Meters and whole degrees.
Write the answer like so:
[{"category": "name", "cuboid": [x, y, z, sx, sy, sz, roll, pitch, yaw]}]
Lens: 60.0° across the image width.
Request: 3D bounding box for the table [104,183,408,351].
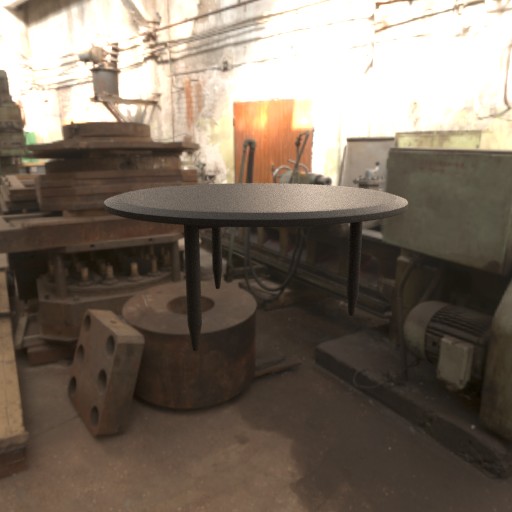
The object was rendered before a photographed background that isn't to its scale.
[{"category": "table", "cuboid": [0.000, 0.000, 1.427, 0.900, 0.400, 0.900, 0, 14, 0]}]
